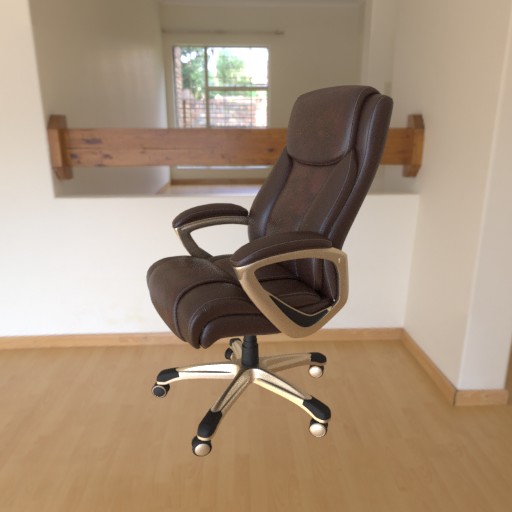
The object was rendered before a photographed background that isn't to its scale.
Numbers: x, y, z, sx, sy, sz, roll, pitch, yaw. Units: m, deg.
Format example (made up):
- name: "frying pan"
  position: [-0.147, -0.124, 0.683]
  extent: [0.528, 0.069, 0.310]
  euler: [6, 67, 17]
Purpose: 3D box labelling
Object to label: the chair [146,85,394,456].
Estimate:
- name: "chair"
  position: [0.000, 0.000, 1.631]
  extent: [0.749, 1.194, 0.692]
  euler: [-8, 18, -26]
